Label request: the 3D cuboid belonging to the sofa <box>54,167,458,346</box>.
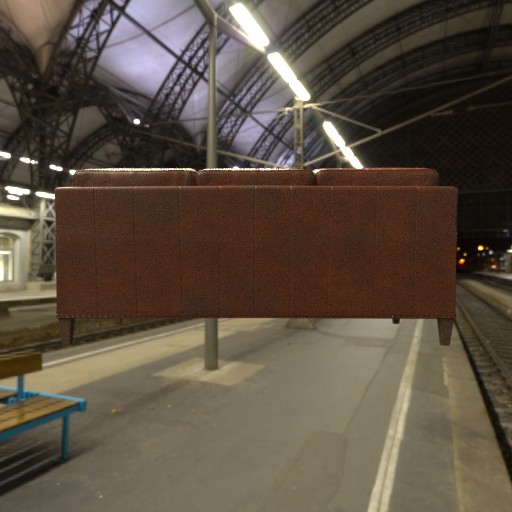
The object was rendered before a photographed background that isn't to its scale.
[{"bbox_3d":[0.000,0.000,2.884,2.240,1.003,1.084,0,-1,1],"label":"sofa"}]
